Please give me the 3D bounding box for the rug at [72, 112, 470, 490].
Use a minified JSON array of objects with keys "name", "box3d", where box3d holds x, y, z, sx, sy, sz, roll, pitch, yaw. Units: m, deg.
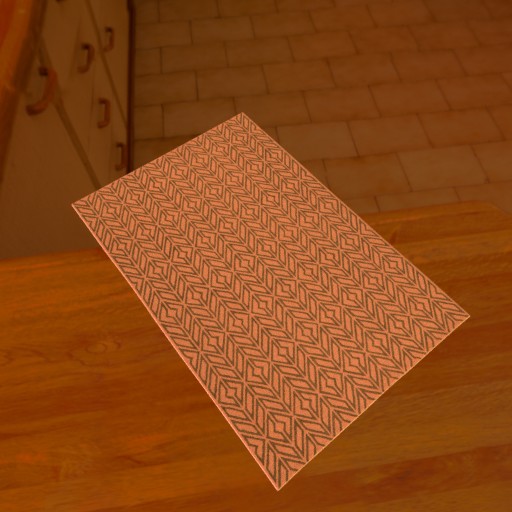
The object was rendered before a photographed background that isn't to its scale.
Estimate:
[{"name":"rug","box3d":[0.000,0.000,2.335,1.220,0.007,1.828,-34,65,-19]}]
